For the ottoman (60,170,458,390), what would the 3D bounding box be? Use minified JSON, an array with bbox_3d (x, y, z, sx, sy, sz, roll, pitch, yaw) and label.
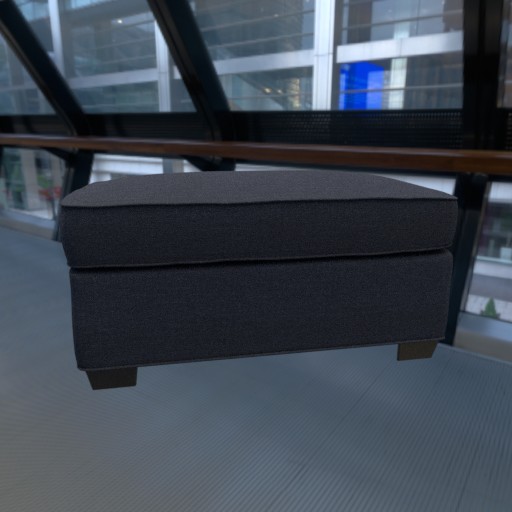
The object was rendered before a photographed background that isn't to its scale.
[{"bbox_3d":[0.000,0.000,1.205,0.895,0.453,0.505,-3,15,-10],"label":"ottoman"}]
